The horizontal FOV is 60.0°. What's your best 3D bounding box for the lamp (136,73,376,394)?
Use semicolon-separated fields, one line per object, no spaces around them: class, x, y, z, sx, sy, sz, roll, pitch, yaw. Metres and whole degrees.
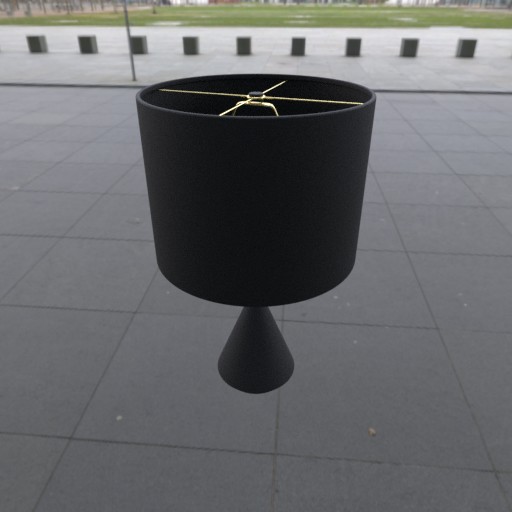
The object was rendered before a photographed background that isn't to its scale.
lamp;0.000;0.000;0.823;0.359;0.584;0.359;10;32;17
